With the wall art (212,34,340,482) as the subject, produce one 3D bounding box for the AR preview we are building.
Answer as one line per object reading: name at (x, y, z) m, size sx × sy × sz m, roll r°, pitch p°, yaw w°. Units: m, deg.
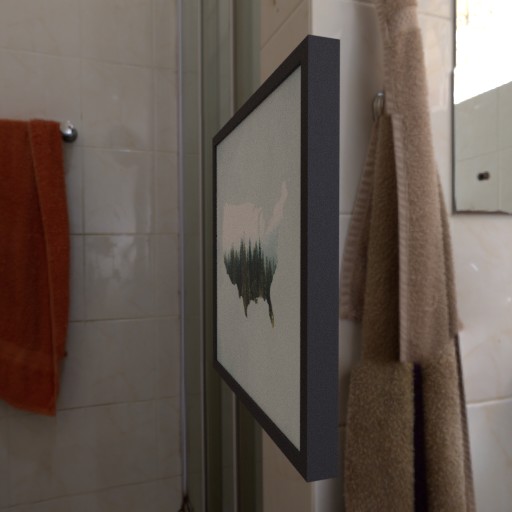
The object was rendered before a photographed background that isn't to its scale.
wall art at (0.000, 0.000, 0.751) m, size 0.040 × 0.509 × 0.509 m, roll 0°, pitch 1°, yaw -18°
